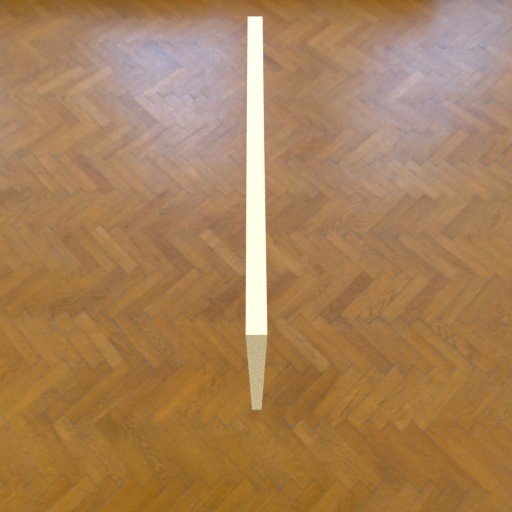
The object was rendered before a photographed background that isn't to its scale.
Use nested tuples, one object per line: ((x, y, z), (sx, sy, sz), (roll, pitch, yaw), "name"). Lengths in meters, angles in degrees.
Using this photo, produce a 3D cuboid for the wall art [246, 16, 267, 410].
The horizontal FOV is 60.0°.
((0.000, 0.000, 1.385), (0.039, 1.050, 0.795), (0, 64, 0), "wall art")
